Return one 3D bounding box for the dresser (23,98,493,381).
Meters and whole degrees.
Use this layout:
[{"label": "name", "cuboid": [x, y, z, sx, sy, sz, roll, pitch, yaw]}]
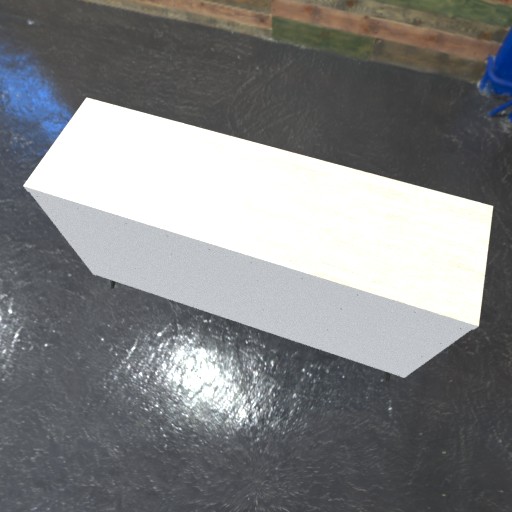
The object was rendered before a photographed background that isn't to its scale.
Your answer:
[{"label": "dresser", "cuboid": [0.000, 0.000, 1.904, 1.524, 0.914, 0.457, 17, 64, 9]}]
